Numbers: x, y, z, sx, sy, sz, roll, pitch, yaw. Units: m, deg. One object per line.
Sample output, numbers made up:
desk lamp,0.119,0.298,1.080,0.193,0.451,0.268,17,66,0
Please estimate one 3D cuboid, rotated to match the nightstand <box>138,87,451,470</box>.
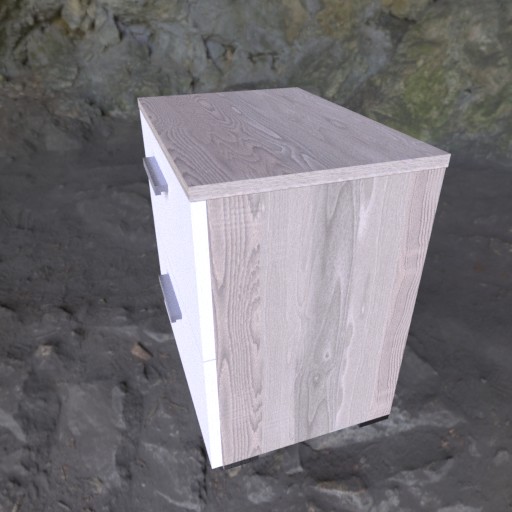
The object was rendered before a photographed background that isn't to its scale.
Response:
nightstand,0.000,0.000,0.766,0.325,0.461,0.442,-10,32,-16
